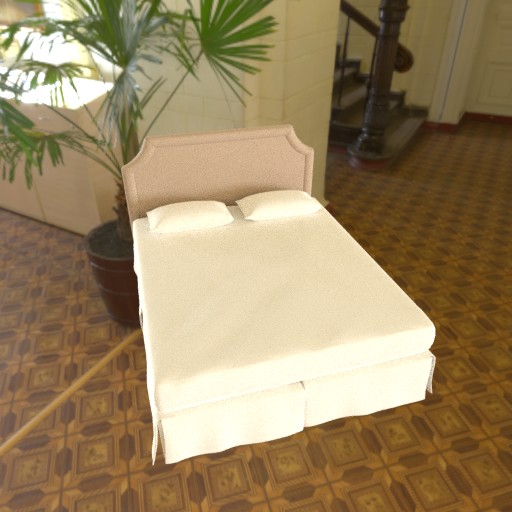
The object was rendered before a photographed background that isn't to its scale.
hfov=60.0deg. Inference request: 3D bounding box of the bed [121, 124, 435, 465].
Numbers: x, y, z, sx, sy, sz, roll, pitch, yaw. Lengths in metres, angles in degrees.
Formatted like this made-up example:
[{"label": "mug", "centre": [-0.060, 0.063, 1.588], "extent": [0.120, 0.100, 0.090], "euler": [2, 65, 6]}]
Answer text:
[{"label": "bed", "centre": [0.000, 0.000, 4.155], "extent": [2.350, 1.590, 2.773], "euler": [-9, 34, -14]}]
